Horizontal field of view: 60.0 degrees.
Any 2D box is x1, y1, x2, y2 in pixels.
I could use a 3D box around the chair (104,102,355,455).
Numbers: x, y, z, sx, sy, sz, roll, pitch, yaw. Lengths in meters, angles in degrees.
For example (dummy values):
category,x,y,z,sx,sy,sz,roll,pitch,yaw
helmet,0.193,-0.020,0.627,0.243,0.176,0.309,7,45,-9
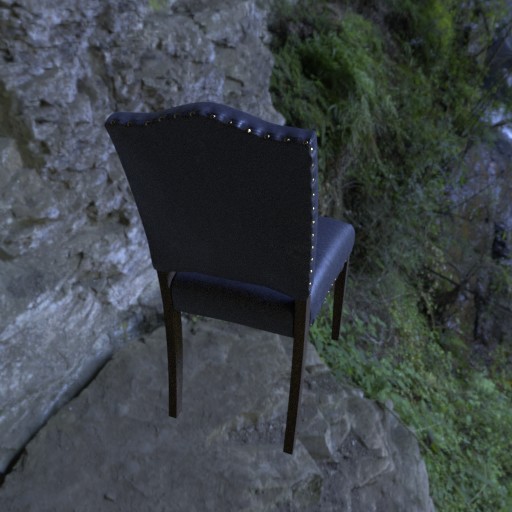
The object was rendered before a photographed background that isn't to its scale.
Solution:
category,x,y,z,sx,sy,sz,roll,pitch,yaw
chair,0.000,0.000,1.312,0.500,0.991,0.633,11,33,17
